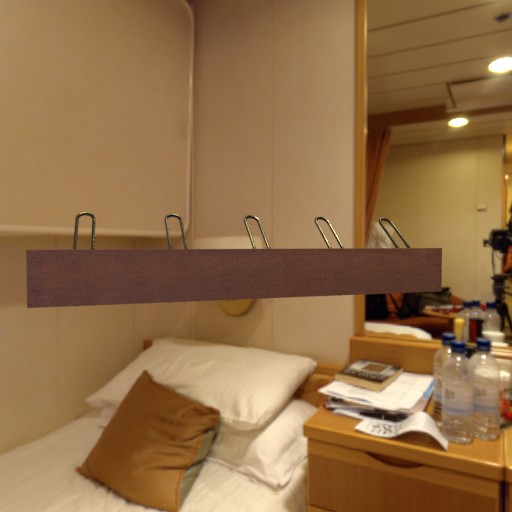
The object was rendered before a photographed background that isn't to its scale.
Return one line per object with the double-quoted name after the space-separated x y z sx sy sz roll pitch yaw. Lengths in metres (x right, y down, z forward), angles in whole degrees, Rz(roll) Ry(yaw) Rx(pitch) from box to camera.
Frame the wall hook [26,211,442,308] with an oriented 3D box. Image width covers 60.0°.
0.000 0.000 0.608 0.554 0.116 0.076 -1 2 -18 "wall hook"
